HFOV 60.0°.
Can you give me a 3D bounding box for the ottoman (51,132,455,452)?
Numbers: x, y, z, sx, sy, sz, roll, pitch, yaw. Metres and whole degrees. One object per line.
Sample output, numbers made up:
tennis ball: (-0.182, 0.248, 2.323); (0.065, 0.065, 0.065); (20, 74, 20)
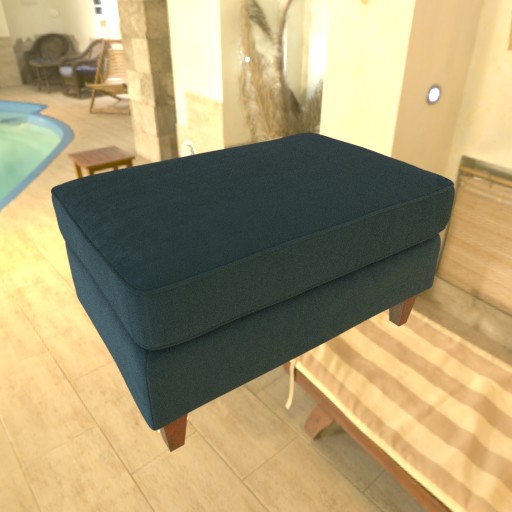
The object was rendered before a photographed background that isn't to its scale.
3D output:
ottoman: (0.000, 0.000, 1.189); (0.862, 0.484, 0.583); (-19, 35, -30)
